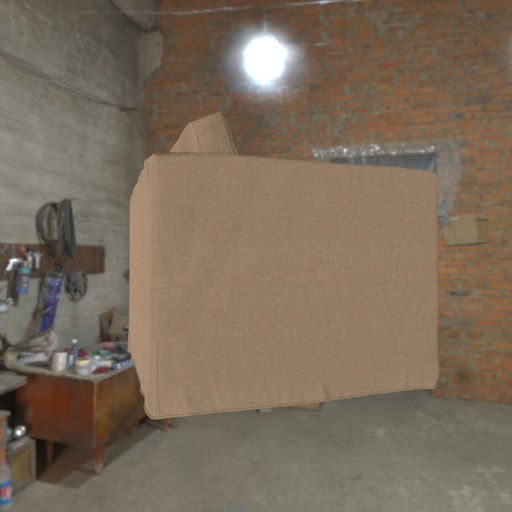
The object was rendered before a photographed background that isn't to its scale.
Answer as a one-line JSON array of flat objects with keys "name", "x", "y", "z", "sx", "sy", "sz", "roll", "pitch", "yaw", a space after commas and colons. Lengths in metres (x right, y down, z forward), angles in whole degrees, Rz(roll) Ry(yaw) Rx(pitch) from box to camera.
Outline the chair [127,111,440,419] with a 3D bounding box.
[{"name": "chair", "x": 0.000, "y": 0.000, "z": 1.776, "sx": 0.949, "sy": 0.863, "sz": 1.057, "roll": 0, "pitch": 0, "yaw": -19}]
